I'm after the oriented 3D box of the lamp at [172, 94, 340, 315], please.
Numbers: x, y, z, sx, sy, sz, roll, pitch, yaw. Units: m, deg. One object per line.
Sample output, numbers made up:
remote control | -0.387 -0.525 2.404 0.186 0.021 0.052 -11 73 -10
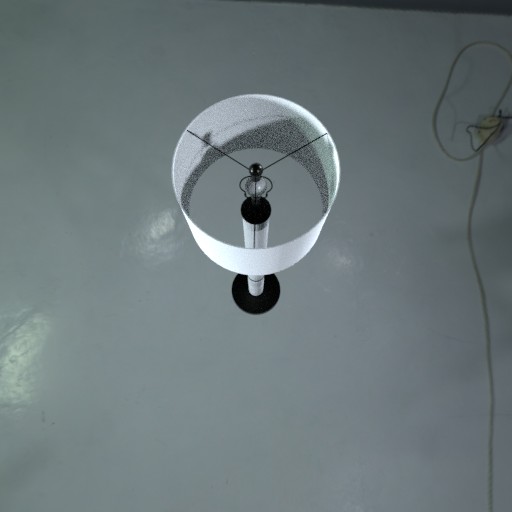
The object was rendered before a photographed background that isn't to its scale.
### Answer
lamp | 0.000 0.000 1.752 0.377 1.599 0.377 1 76 0
